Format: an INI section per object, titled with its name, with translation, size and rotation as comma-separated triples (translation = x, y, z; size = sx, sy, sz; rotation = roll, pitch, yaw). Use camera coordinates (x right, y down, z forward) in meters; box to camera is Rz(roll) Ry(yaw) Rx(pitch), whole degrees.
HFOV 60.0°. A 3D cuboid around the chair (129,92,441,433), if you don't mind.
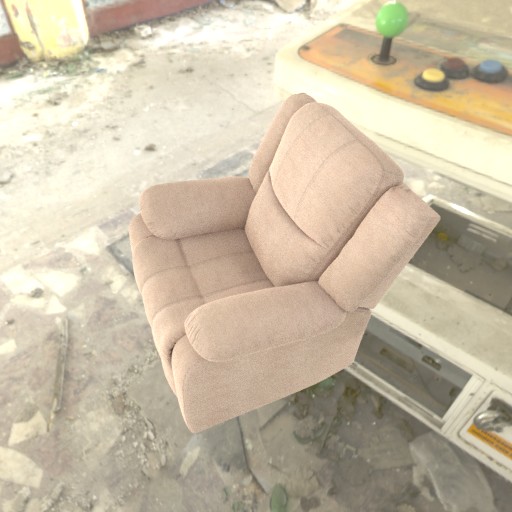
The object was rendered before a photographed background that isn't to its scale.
[chair]
translation = 0.000, 0.000, 1.780
size = 0.944, 1.008, 0.899
rotation = -17, 48, -16
